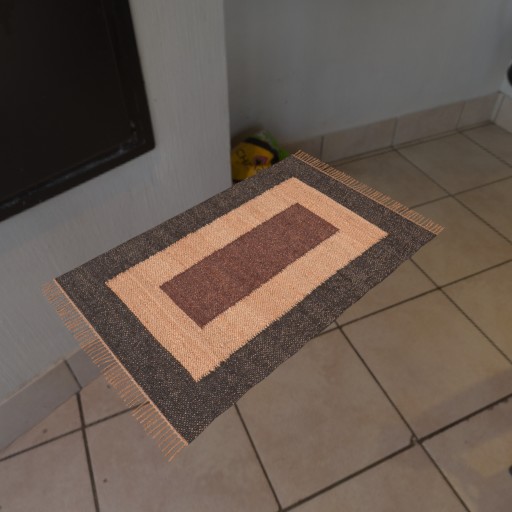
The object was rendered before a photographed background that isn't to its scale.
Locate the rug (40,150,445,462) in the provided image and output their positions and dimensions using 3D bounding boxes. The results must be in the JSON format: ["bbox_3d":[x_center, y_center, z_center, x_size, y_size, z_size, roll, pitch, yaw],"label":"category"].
[{"bbox_3d":[0.000,0.000,1.900,1.541,0.013,0.920,-33,53,-29],"label":"rug"}]
